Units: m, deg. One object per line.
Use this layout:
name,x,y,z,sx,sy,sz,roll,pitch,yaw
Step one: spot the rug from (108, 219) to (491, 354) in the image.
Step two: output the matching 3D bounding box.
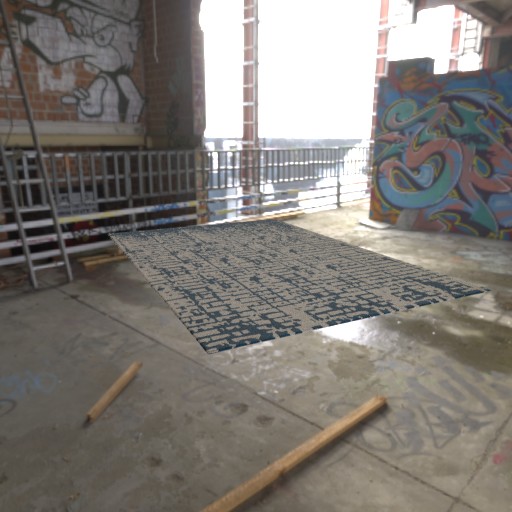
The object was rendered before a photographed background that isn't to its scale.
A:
rug,0.000,0.000,2.323,1.220,0.007,1.828,-7,17,-26
